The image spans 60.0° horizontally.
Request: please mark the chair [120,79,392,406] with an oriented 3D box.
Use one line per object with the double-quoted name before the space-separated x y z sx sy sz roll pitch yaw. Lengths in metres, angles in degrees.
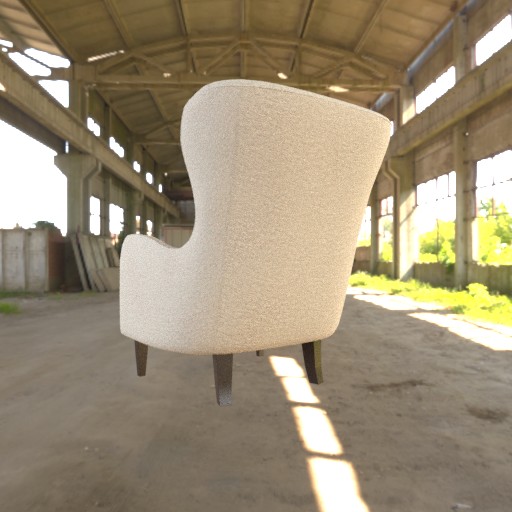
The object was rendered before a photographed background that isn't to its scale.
"chair" 0.000 0.000 1.825 0.861 1.064 0.984 0 0 -36
